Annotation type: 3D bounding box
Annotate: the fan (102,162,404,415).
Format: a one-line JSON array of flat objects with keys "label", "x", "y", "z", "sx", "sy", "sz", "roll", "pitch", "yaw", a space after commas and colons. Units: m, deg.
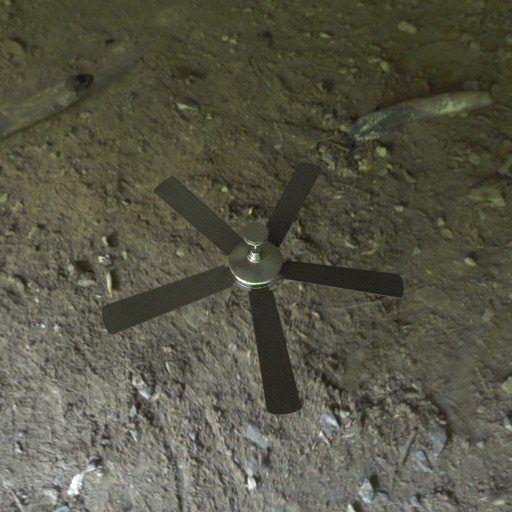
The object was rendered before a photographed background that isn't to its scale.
[{"label": "fan", "x": 0.000, "y": 0.000, "z": 1.963, "sx": 1.321, "sy": 0.356, "sz": 1.321, "roll": 0, "pitch": 57, "yaw": 0}]
